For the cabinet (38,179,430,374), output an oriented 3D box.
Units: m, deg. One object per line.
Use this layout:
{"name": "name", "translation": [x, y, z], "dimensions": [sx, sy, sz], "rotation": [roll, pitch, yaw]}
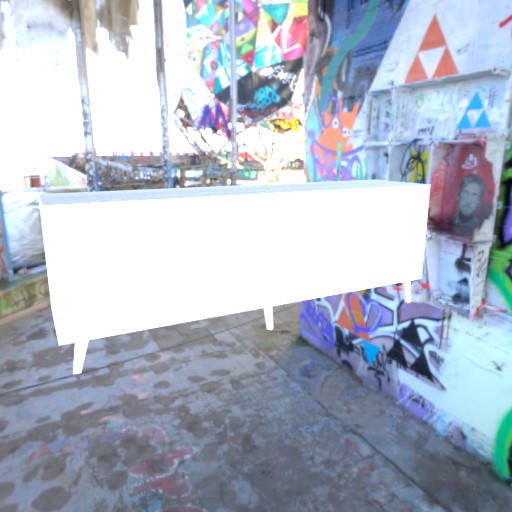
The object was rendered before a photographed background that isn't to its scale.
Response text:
{"name": "cabinet", "translation": [0.000, 0.000, 2.592], "dimensions": [2.200, 0.780, 0.500], "rotation": [-7, 16, -26]}
